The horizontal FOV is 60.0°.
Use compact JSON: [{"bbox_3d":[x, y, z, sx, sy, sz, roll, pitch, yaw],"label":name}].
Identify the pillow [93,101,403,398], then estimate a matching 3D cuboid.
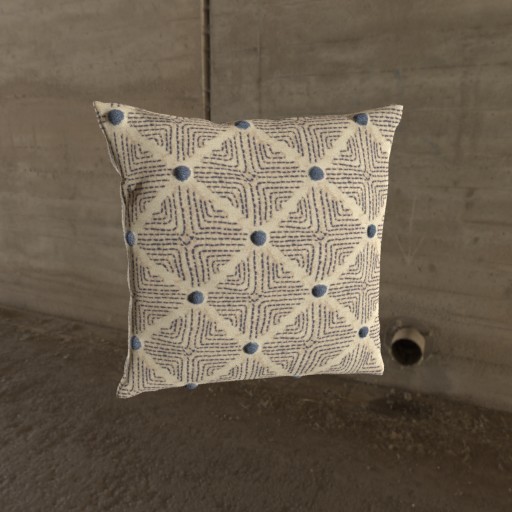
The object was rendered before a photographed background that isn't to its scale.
[{"bbox_3d":[0.000,0.000,0.775,0.510,0.510,0.145,-2,15,-9],"label":"pillow"}]
